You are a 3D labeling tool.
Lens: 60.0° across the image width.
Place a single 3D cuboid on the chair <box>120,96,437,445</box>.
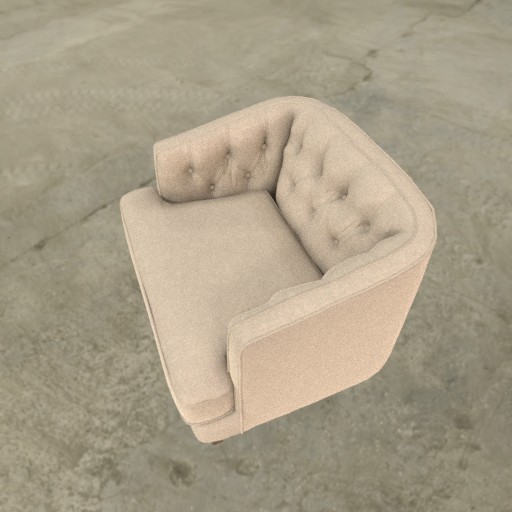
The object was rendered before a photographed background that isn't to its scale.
[{"bbox_3d":[0.000,0.000,1.793,0.941,0.852,1.104,-16,49,-15],"label":"chair"}]
